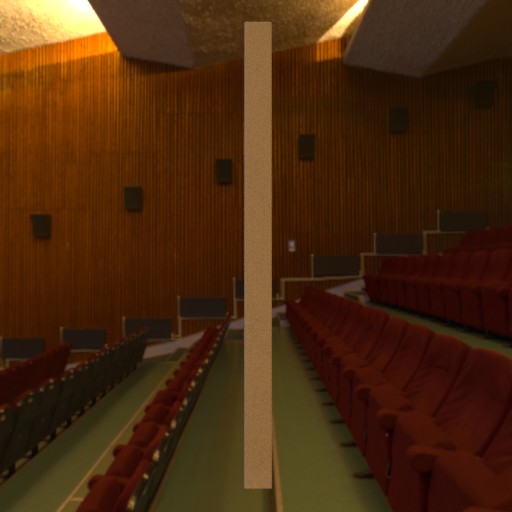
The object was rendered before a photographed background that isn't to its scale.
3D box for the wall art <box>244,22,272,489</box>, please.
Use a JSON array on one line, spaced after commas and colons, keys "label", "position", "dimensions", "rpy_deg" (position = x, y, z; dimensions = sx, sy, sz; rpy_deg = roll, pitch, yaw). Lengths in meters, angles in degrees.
[{"label": "wall art", "position": [0.000, 0.000, 0.829], "dimensions": [0.037, 0.606, 0.508], "rpy_deg": [0, -1, -1]}]
